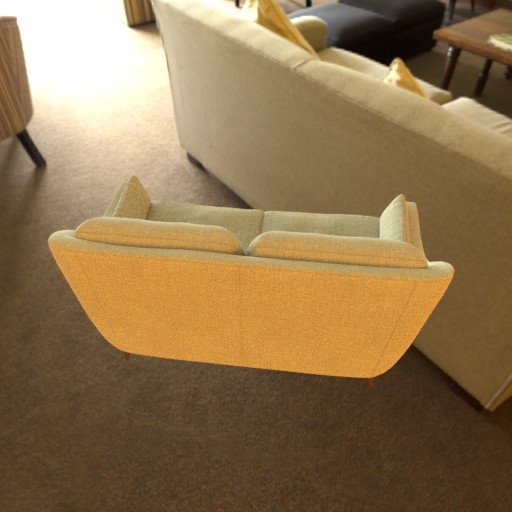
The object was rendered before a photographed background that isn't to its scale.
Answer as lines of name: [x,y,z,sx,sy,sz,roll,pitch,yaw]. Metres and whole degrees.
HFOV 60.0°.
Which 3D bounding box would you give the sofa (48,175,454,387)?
sofa: [0.000,0.000,2.258,1.652,0.888,0.965,5,46,5]
